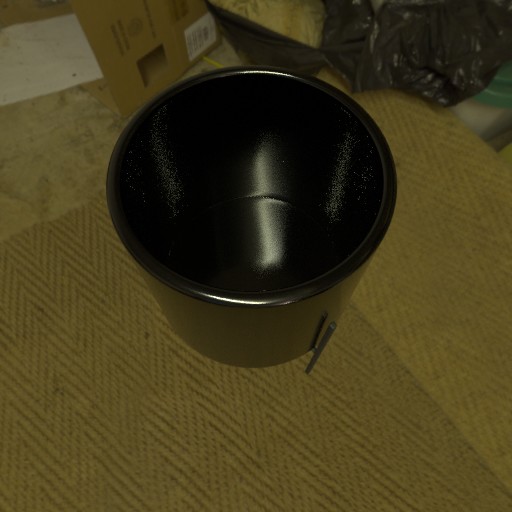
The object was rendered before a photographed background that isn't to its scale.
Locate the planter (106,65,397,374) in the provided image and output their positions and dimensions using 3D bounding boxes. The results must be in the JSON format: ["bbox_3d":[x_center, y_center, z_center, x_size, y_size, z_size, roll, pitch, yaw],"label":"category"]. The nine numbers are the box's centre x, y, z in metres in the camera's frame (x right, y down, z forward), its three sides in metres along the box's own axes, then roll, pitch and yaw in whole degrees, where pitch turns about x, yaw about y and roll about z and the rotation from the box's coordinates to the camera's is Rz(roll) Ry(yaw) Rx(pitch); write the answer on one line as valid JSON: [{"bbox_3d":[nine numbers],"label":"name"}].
[{"bbox_3d":[0.000,0.000,0.651,0.310,0.432,0.310,35,70,15],"label":"planter"}]
